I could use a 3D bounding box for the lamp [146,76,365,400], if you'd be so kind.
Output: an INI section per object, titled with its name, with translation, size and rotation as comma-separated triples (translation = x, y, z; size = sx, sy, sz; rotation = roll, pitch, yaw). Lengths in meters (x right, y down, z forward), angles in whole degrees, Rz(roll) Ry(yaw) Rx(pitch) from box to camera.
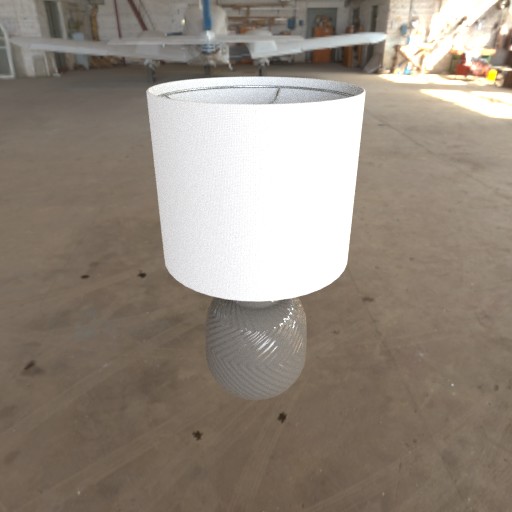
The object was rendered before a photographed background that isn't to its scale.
[lamp]
translation = 0.000, 0.000, 0.512
size = 0.207, 0.366, 0.207
rotation = 8, 28, 14
